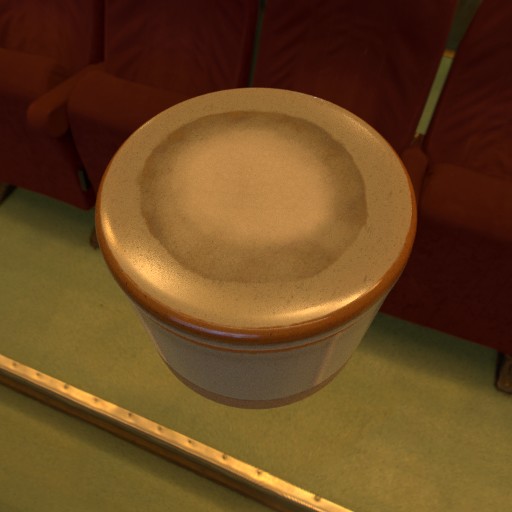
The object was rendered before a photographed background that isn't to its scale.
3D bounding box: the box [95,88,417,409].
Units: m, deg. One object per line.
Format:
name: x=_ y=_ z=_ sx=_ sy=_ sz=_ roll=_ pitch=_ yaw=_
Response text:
box: x=0.000 y=0.000 z=0.210 sx=0.123 sy=0.100 sz=0.123 roll=0 pitch=57 yaw=0
